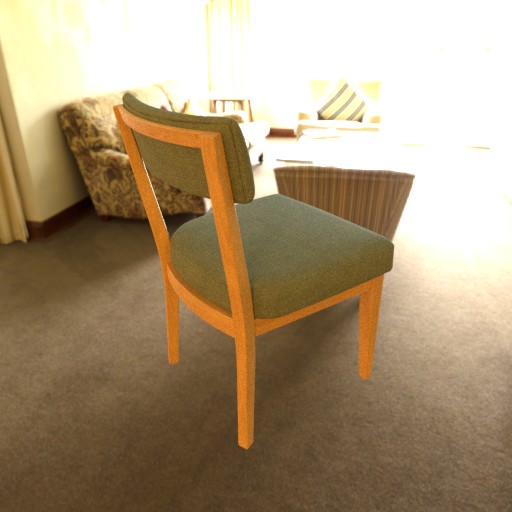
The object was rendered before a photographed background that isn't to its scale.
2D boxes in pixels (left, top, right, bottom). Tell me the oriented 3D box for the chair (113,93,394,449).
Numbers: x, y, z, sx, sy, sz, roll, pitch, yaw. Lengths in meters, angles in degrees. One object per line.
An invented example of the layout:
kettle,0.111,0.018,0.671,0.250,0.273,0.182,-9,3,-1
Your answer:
chair,0.000,0.000,1.211,0.572,0.832,0.508,-18,32,-32
